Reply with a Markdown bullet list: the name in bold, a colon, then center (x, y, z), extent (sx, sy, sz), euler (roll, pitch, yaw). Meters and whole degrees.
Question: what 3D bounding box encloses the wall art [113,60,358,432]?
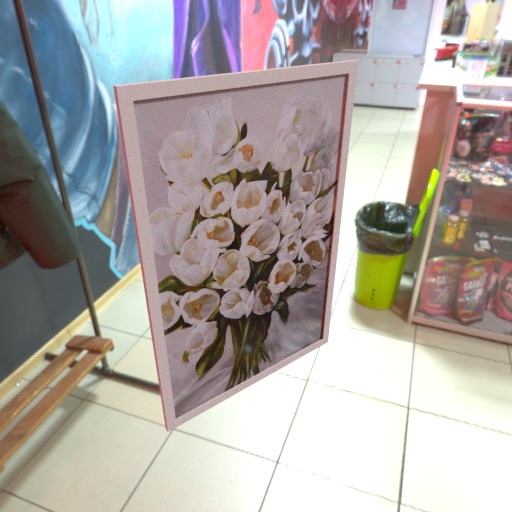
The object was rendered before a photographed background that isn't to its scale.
- **wall art**: center (0.000, 0.000, 1.241), extent (0.660, 0.965, 0.015), euler (-21, 36, -31)
